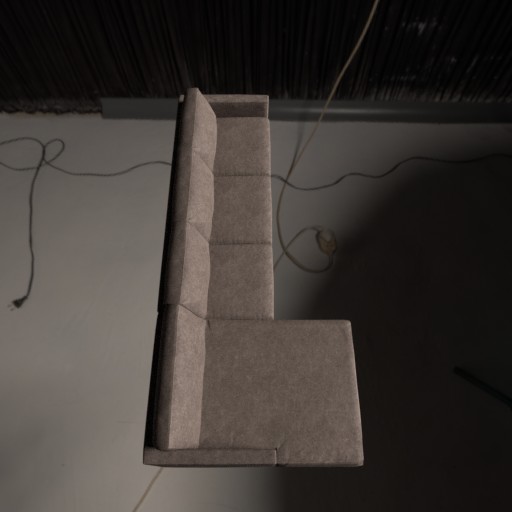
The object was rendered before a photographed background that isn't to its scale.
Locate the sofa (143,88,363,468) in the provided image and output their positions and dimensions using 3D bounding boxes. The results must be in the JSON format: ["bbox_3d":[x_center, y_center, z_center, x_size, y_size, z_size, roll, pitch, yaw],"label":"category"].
[{"bbox_3d":[0.000,0.000,4.036,1.606,0.954,3.471,0,64,0],"label":"sofa"}]
